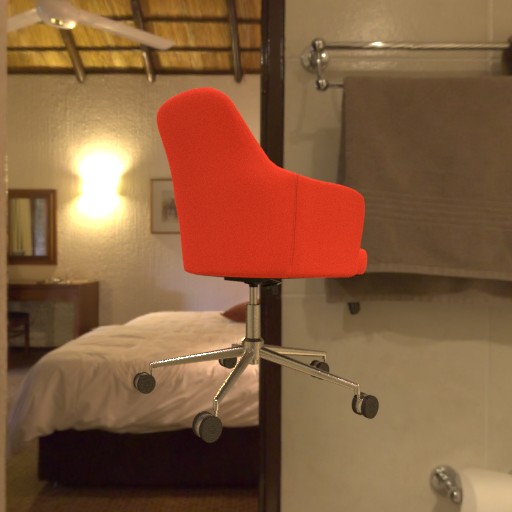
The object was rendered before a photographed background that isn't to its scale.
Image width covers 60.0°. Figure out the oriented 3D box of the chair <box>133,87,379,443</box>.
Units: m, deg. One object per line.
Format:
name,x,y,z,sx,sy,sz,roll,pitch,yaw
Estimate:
chair,0.000,0.000,1.307,0.600,0.820,0.655,0,1,-36
